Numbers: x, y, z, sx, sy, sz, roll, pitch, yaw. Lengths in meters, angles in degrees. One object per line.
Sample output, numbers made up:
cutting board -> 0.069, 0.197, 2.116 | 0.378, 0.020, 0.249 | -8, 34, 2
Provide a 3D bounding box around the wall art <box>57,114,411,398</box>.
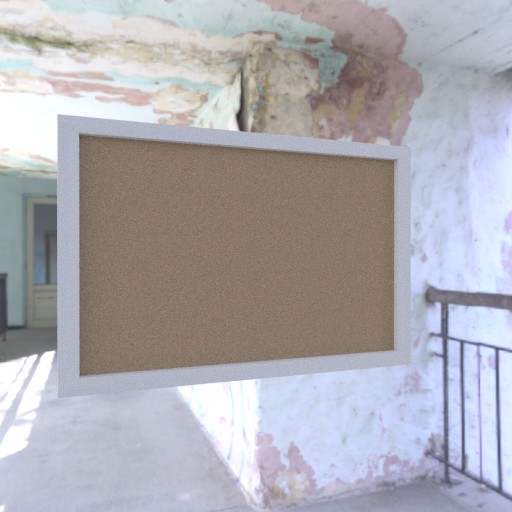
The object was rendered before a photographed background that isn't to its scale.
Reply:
wall art -> 0.000, 0.000, 1.397 | 1.144, 0.767, 0.038 | 0, 0, -19
